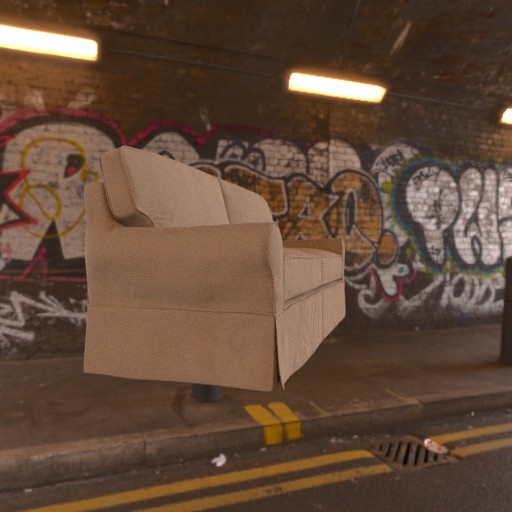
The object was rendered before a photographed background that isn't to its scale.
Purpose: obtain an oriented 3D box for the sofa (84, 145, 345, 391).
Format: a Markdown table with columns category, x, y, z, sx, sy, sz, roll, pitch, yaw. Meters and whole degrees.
| category | x | y | z | sx | sy | sz | roll | pitch | yaw |
| --- | --- | --- | --- | --- | --- | --- | --- | --- | --- |
| sofa | 0.000 | 0.000 | 2.784 | 0.900 | 1.014 | 2.246 | 0 | 0 | 18 |
